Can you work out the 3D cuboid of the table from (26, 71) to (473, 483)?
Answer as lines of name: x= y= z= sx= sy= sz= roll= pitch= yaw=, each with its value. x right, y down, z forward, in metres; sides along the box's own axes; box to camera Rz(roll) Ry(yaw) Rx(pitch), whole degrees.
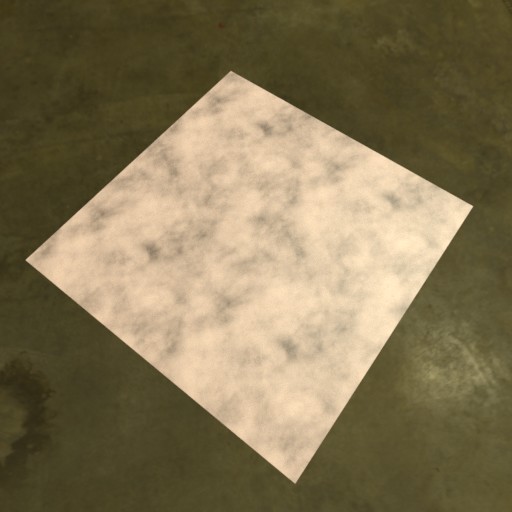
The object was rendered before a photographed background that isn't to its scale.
table: x=0.000 y=0.000 z=1.372 sx=0.890 sy=0.305 sz=0.890 roll=34 pitch=69 yaw=15
